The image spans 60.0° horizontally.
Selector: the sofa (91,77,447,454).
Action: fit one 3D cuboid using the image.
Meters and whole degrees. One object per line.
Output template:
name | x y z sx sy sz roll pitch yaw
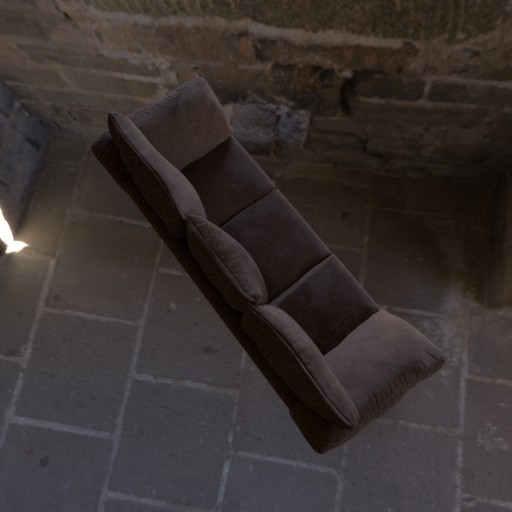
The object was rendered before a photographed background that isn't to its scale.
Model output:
sofa | 0.000 0.000 2.823 0.878 1.015 2.336 -37 78 -9
